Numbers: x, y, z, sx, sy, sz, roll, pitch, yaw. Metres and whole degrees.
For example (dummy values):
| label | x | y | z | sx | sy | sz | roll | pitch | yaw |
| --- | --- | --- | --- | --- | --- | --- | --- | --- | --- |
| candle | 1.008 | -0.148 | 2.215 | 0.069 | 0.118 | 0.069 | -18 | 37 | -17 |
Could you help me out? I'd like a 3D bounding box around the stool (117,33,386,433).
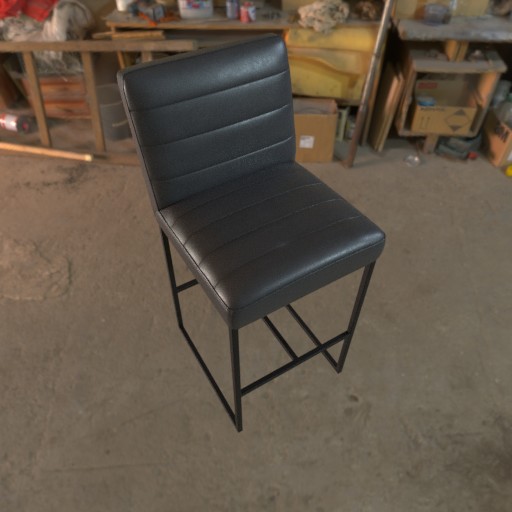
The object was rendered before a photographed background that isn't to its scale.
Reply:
| label | x | y | z | sx | sy | sz | roll | pitch | yaw |
| --- | --- | --- | --- | --- | --- | --- | --- | --- | --- |
| stool | 0.000 | 0.000 | 1.323 | 0.457 | 1.040 | 0.552 | -24 | 52 | -20 |
